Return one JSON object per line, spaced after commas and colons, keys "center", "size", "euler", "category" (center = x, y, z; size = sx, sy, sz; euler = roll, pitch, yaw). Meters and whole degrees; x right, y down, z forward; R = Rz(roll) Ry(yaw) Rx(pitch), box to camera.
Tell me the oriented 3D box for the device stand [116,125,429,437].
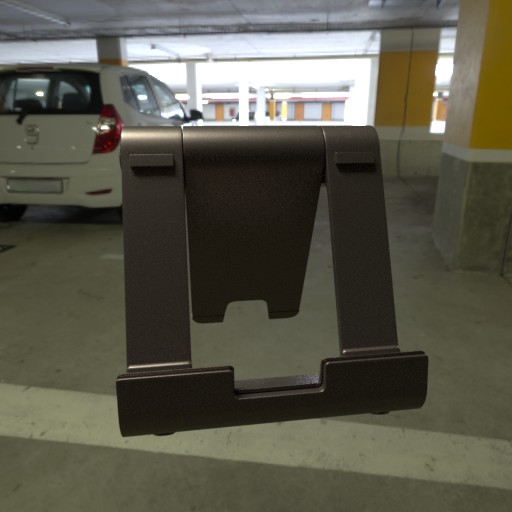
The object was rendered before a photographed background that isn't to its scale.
{"center": [0.000, 0.000, 0.149], "size": [0.088, 0.084, 0.079], "euler": [-3, 18, -8], "category": "device stand"}
